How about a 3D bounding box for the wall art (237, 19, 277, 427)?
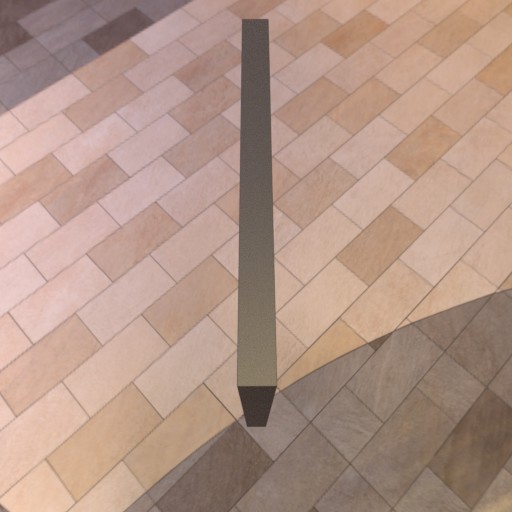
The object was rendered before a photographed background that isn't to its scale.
[{"bbox_3d":[0.000,0.000,0.752,0.038,0.507,0.507,0,65,0],"label":"wall art"}]
